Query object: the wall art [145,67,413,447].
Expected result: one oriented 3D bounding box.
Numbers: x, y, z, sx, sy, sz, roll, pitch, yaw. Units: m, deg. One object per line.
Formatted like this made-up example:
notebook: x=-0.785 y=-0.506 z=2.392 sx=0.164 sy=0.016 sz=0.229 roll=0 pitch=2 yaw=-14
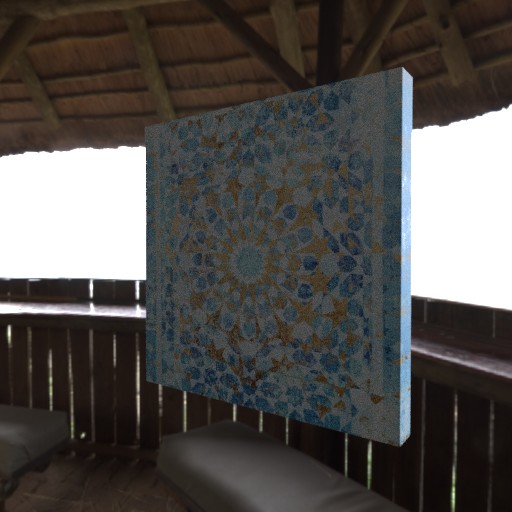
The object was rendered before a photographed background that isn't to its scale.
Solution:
wall art: x=0.000 y=0.000 z=0.603 sx=0.405 sy=0.405 sz=0.037 roll=1 pitch=1 yaw=35
